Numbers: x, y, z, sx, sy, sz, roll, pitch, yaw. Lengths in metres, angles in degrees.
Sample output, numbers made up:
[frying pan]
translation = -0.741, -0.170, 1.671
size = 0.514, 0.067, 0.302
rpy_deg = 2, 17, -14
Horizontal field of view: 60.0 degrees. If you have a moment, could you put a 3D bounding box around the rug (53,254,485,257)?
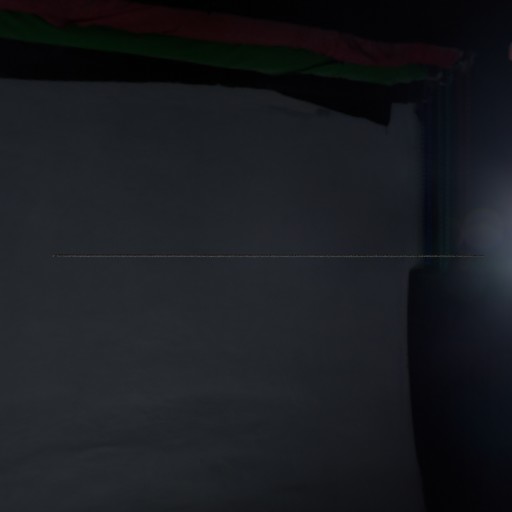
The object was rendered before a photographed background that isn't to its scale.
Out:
[rug]
translation = 0.000, 0.000, 2.914
size = 2.284, 0.008, 1.522
rpy_deg = 0, 0, -18
